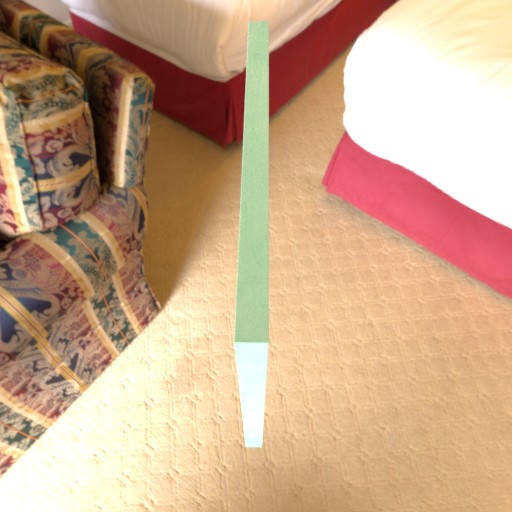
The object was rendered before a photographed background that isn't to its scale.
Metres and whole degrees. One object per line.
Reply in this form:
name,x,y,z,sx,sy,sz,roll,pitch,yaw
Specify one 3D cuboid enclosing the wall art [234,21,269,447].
wall art,0.000,0.000,0.876,0.036,0.603,0.603,1,57,0
